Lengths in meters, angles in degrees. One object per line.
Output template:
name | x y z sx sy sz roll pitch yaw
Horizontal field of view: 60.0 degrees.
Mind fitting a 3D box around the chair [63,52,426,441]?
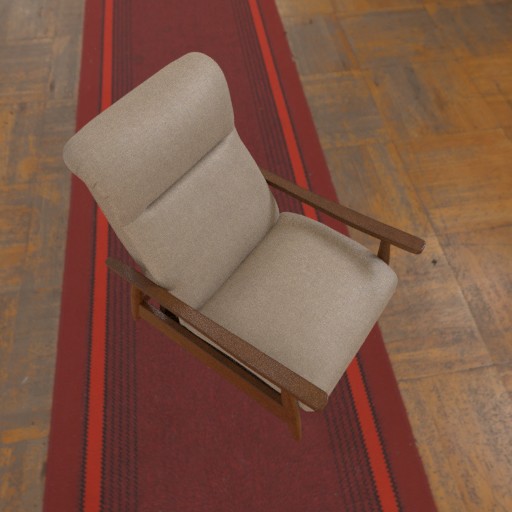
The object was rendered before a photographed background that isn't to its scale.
chair | 0.000 0.000 1.722 1.030 1.082 0.762 31 62 19
